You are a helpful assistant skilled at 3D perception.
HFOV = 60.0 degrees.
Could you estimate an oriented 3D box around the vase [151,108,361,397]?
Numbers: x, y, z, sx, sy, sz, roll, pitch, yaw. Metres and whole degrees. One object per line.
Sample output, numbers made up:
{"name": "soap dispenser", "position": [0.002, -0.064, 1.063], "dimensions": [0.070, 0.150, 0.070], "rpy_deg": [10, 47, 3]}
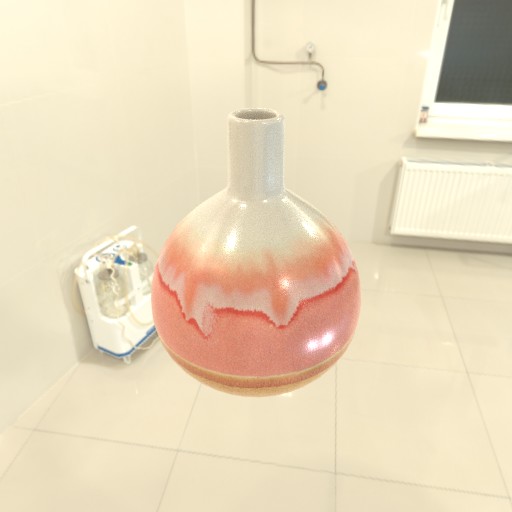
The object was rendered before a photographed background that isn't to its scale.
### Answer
{"name": "vase", "position": [0.000, 0.000, 0.281], "dimensions": [0.137, 0.176, 0.137], "rpy_deg": [0, 31, 0]}
